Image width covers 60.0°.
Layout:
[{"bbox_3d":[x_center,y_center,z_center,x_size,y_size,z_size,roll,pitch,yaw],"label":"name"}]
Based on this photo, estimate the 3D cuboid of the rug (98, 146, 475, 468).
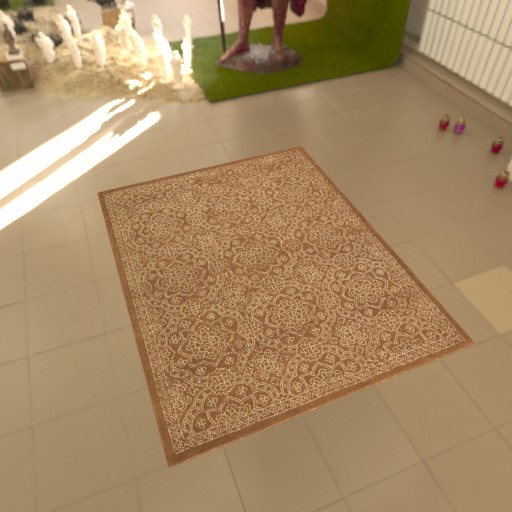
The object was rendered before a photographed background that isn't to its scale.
[{"bbox_3d":[0.000,0.000,4.107,2.441,0.015,3.050,-16,48,-15],"label":"rug"}]
